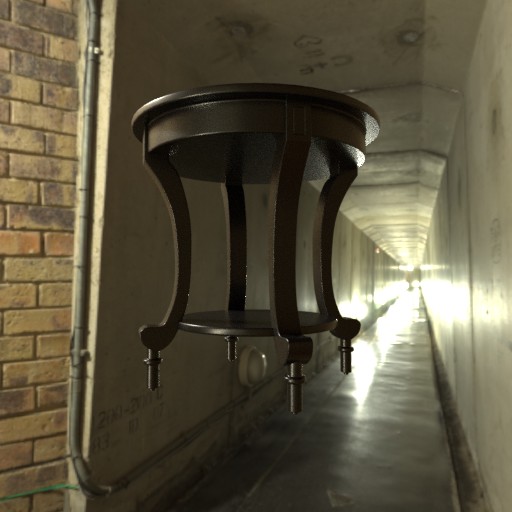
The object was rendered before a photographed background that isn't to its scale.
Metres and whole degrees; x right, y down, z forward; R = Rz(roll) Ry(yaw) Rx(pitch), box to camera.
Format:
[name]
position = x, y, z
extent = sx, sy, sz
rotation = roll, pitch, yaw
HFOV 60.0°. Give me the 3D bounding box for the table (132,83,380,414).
[table]
position = 0.000, 0.000, 1.097
extent = 0.597, 0.618, 0.597
rotation = 0, -1, 0
